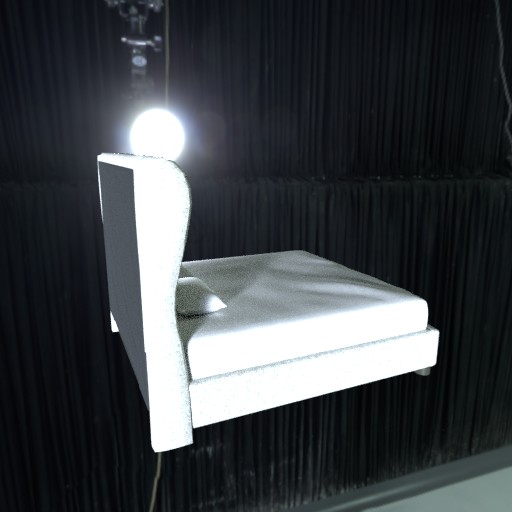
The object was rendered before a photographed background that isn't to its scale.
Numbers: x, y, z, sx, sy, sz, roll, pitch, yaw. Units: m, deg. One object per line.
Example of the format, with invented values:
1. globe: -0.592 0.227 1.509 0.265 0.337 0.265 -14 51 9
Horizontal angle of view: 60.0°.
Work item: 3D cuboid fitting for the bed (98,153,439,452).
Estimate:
1. bed: 0.000 0.000 3.914 2.347 1.771 2.219 -6 15 -24
